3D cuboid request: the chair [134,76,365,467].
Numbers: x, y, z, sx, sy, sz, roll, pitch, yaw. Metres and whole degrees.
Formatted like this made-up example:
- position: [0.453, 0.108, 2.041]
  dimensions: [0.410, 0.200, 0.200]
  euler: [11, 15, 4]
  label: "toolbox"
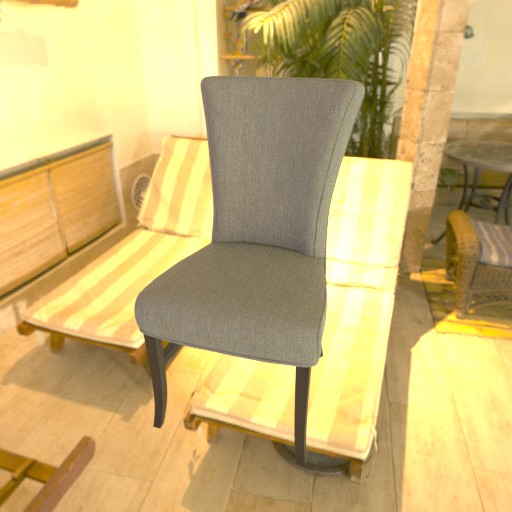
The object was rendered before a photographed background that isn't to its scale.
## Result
- position: [0.000, 0.000, 1.376]
  dimensions: [0.520, 0.991, 0.660]
  euler: [8, 28, 15]
  label: "chair"
